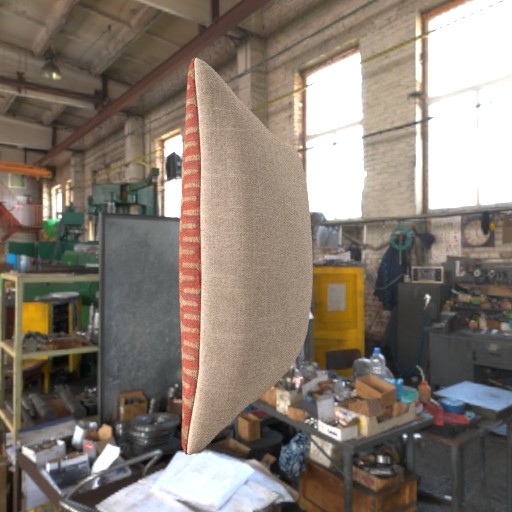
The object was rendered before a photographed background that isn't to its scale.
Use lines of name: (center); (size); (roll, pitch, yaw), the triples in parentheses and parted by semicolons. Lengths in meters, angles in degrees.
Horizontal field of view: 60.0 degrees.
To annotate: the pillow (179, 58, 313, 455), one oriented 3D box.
pillow: (0.000, 0.000, 0.794); (0.182, 0.503, 0.511); (0, 0, 19)
